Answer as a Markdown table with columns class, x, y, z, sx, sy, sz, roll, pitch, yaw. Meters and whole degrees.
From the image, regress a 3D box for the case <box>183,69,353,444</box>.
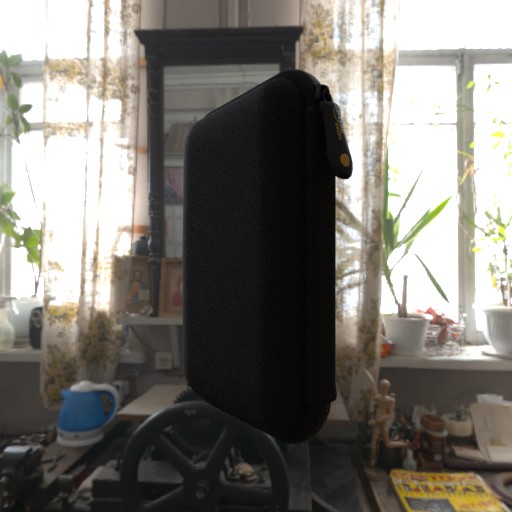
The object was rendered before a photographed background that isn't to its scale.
| class | x | y | z | sx | sy | sz | roll | pitch | yaw |
| --- | --- | --- | --- | --- | --- | --- | --- | --- | --- |
| case | 0.000 | 0.000 | 0.195 | 0.030 | 0.147 | 0.107 | 1 | -2 | -35 |
